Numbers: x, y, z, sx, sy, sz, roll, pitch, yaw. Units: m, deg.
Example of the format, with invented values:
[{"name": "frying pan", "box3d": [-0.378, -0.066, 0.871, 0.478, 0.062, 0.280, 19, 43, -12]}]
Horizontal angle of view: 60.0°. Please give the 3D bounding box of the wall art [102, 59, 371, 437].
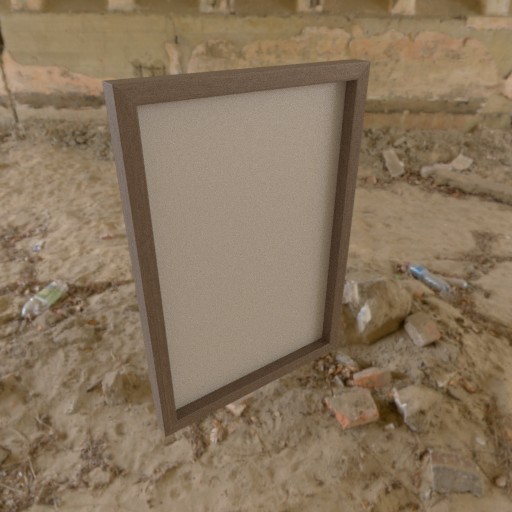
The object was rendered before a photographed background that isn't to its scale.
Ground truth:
[{"name": "wall art", "box3d": [0.000, 0.000, 0.652, 0.358, 0.510, 0.032, -19, 35, -30]}]
